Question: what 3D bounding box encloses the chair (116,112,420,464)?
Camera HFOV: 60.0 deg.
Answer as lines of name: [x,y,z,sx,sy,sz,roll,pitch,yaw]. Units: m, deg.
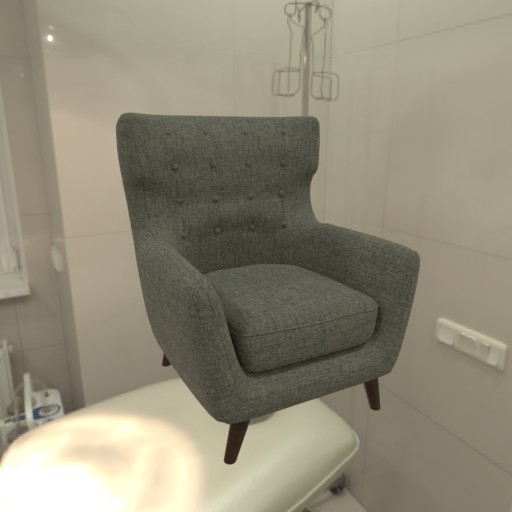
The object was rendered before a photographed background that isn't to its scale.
chair: [0.000,0.000,1.718,0.878,1.063,0.904,-8,17,-27]
